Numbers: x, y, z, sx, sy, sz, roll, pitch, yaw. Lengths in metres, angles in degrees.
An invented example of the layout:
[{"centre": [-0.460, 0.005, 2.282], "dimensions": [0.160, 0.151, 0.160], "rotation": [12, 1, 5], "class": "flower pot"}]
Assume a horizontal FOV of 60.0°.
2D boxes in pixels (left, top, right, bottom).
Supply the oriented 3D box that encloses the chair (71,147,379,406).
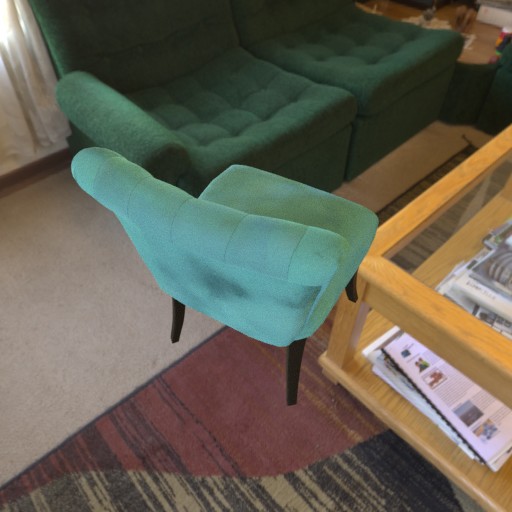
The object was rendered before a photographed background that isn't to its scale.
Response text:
[{"centre": [0.000, 0.000, 1.195], "dimensions": [0.582, 0.750, 0.605], "rotation": [23, 51, 20], "class": "chair"}]
